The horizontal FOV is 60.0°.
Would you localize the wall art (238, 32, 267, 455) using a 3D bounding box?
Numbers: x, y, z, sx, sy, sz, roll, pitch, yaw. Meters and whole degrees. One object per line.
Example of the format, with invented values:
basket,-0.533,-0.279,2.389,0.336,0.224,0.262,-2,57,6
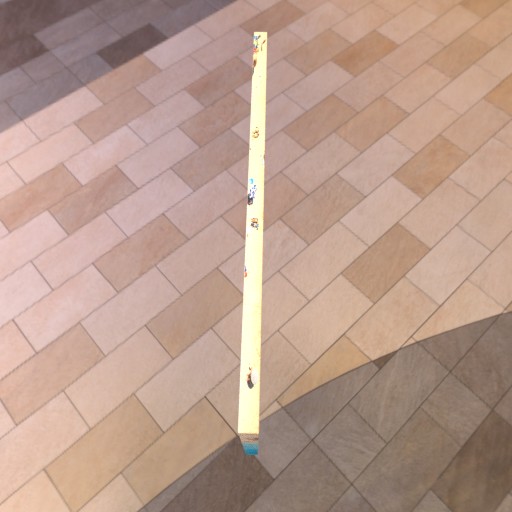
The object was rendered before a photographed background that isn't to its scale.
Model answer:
wall art,0.000,0.000,1.430,0.040,0.769,1.136,1,63,1
